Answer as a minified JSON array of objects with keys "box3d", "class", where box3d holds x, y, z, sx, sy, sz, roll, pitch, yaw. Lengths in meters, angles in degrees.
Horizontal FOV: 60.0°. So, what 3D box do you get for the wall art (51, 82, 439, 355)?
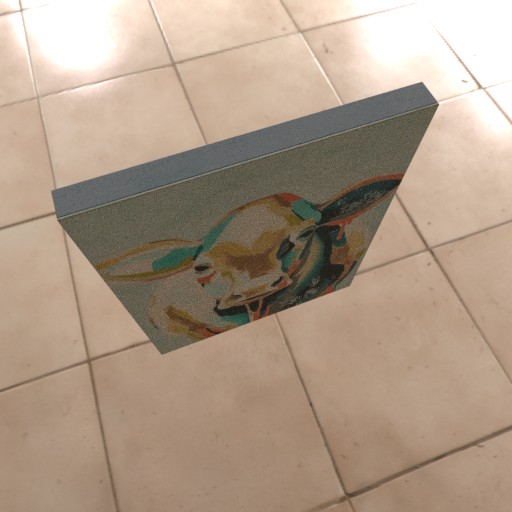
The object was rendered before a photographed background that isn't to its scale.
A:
[{"box3d":[0.000,0.000,0.679,0.409,0.509,0.037,-19,65,-9],"class":"wall art"}]
